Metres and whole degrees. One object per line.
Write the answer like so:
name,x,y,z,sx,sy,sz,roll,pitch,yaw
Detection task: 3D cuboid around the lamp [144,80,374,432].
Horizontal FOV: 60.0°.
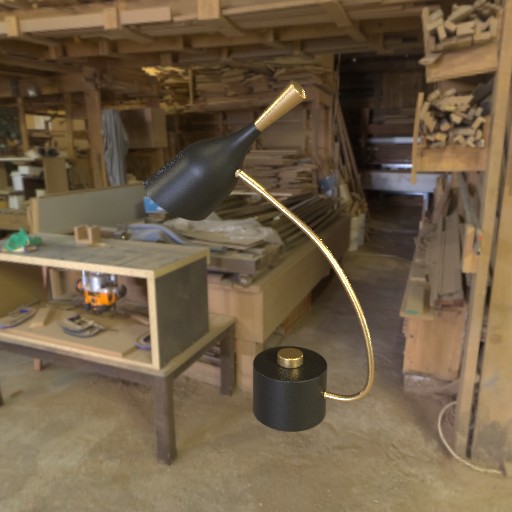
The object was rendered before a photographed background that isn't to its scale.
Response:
lamp,0.000,0.000,0.633,0.352,0.464,0.110,7,16,25
